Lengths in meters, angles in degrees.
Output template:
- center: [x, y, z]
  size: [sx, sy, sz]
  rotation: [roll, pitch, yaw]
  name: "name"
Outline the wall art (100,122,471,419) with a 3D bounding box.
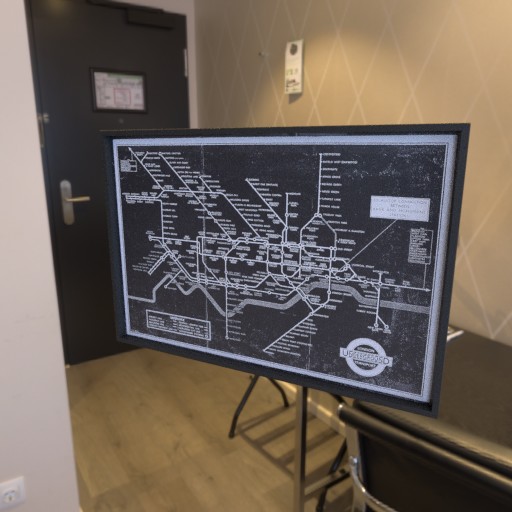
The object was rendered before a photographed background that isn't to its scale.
- center: [0.000, 0.000, 0.820]
  size: [0.671, 0.456, 0.051]
  rotation: [7, 15, 25]
  name: "wall art"
